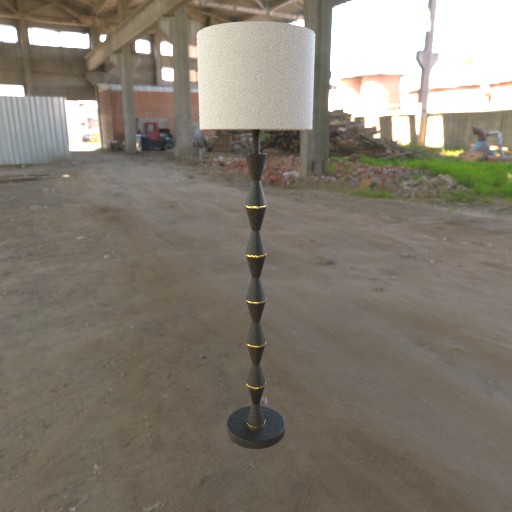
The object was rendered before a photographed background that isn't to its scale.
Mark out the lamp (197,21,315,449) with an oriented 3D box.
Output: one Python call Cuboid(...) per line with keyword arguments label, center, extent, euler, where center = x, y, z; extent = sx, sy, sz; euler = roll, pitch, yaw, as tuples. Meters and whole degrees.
Cuboid(label="lamp", center=(0.000, 0.000, 1.630), extent=(0.381, 1.480, 0.381), euler=(8, 17, 27))
